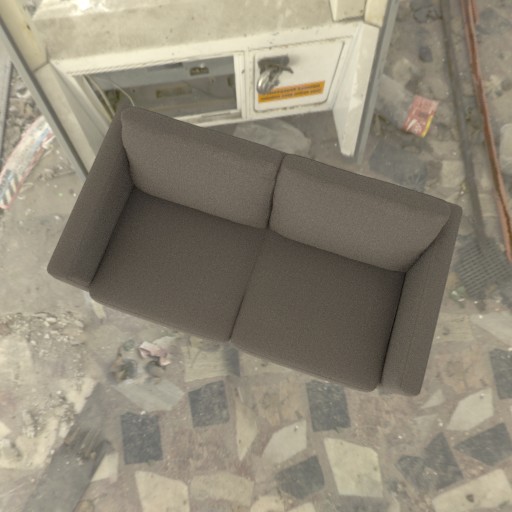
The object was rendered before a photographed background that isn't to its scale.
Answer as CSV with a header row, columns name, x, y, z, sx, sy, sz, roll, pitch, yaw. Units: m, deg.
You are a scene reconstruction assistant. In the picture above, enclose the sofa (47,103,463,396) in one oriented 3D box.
name,x,y,z,sx,sy,sz,roll,pitch,yaw
sofa,0.000,0.000,2.219,1.713,0.866,0.940,18,77,4
